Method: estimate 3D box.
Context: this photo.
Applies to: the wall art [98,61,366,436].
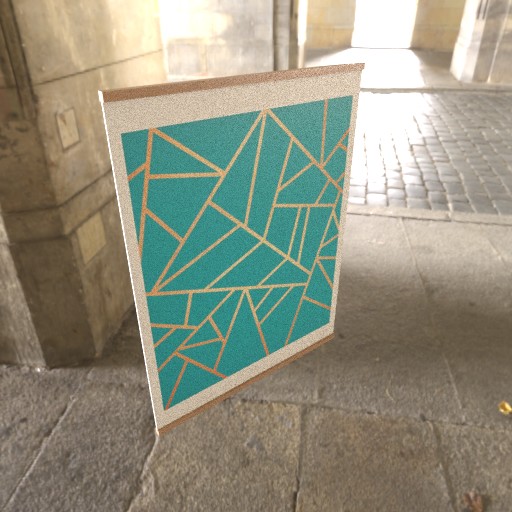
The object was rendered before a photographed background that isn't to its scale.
[{"bbox_3d":[0.000,0.000,0.793,0.459,0.608,0.012,-21,36,-31],"label":"wall art"}]
